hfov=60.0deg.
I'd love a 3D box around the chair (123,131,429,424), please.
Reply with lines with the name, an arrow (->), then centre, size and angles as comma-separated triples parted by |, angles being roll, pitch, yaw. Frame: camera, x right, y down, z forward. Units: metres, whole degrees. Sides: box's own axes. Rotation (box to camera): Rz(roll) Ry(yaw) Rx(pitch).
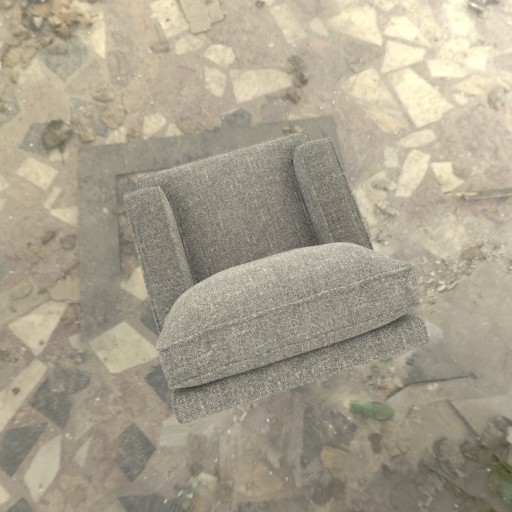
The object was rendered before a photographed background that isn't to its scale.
chair -> 0.000, 0.000, 1.687 | 0.861, 0.962, 0.964 | -17, 76, -4
